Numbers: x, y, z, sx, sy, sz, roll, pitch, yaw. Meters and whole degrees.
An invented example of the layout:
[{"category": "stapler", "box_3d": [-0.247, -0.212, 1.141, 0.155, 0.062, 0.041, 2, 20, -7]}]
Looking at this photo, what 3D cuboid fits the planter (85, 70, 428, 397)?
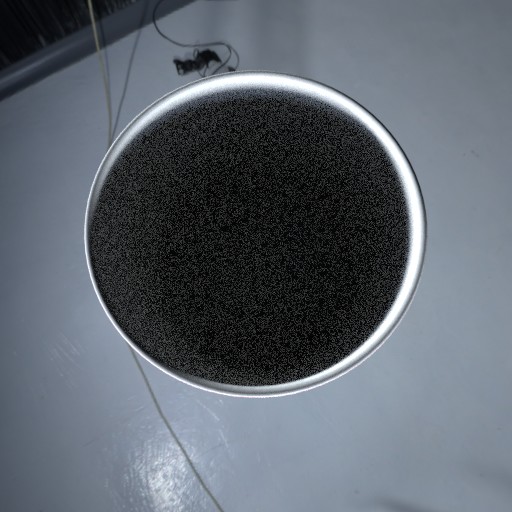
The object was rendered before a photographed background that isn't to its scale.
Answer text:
[{"category": "planter", "box_3d": [0.000, 0.000, 0.761, 0.440, 0.398, 0.440, 0, 76, 0]}]
